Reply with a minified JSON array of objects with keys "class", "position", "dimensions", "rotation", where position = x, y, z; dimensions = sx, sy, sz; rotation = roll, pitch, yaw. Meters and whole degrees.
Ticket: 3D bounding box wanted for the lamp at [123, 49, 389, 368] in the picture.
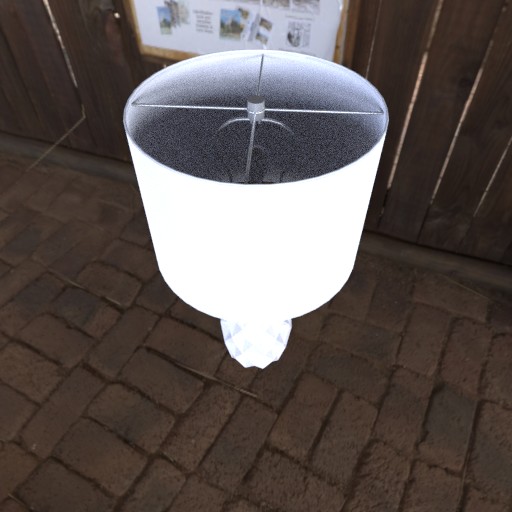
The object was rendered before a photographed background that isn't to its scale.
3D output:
[{"class":"lamp","position":[0.000,0.000,0.694],"dimensions":[0.297,0.522,0.297],"rotation":[0,47,0]}]
